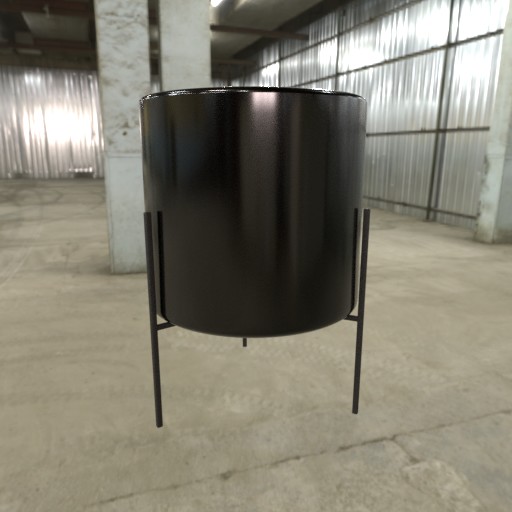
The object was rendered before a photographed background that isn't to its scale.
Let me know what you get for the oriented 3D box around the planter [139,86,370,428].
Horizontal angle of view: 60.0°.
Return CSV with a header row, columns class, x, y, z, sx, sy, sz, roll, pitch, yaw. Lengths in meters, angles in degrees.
class,x,y,z,sx,sy,sz,roll,pitch,yaw
planter,0.000,0.000,0.651,0.310,0.432,0.310,2,14,8
